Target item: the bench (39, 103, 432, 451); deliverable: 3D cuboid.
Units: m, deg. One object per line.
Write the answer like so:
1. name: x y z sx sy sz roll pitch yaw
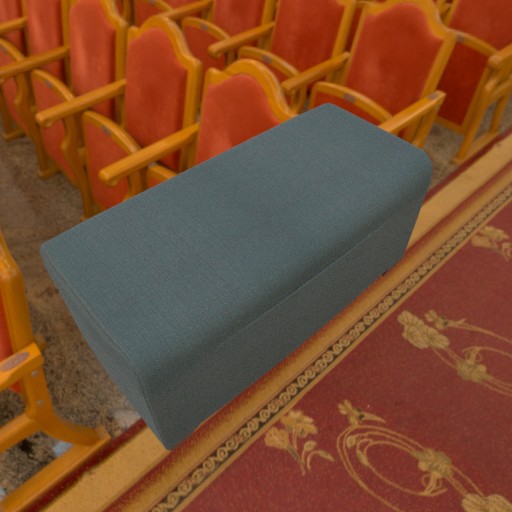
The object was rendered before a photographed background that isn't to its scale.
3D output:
1. bench: 0.000 0.000 1.273 0.995 0.474 0.476 -33 56 -27
